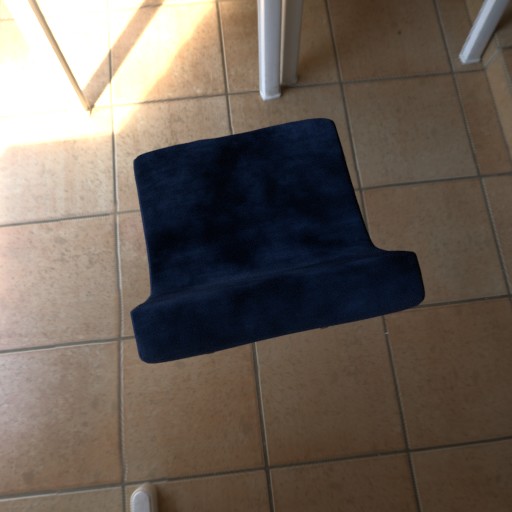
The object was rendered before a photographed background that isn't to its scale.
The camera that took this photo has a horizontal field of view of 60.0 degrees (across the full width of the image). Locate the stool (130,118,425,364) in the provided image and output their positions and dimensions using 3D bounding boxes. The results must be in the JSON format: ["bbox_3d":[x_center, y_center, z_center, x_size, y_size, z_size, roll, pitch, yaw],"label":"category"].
[{"bbox_3d":[0.000,0.000,1.241,0.511,0.945,0.516,-12,76,-3],"label":"stool"}]
